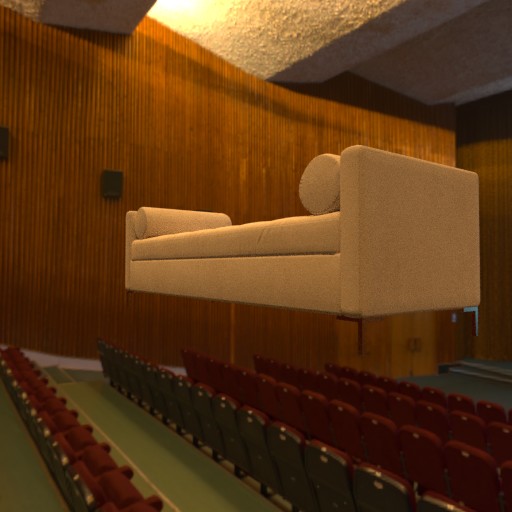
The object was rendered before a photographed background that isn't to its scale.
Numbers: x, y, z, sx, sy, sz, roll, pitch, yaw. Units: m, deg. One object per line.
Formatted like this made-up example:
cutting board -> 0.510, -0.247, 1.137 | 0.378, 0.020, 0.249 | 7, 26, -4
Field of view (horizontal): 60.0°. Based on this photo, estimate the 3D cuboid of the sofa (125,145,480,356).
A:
sofa -> 0.000, 0.000, 2.288 | 0.686, 0.635, 1.981 | 1, -2, -36
